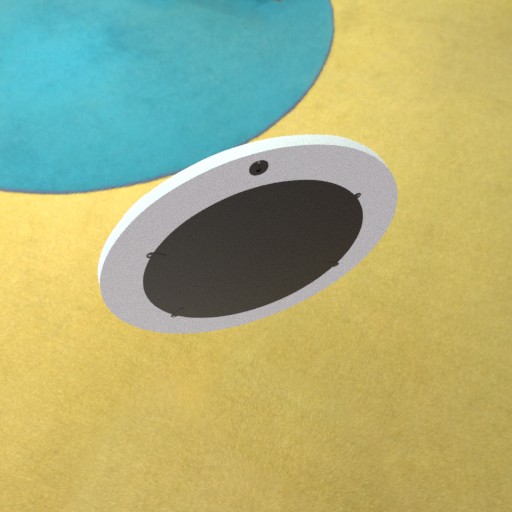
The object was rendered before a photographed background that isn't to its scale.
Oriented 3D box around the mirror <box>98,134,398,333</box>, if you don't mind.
[{"bbox_3d":[0.000,0.000,1.351,0.914,0.914,0.038,-17,60,-10],"label":"mirror"}]
